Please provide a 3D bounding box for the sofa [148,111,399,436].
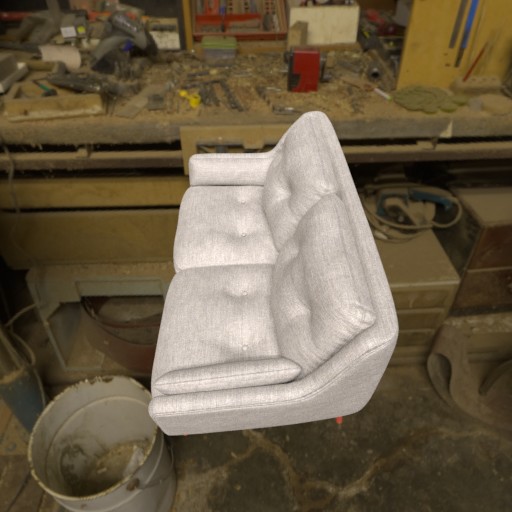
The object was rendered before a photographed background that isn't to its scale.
[{"bbox_3d":[0.000,0.000,2.419,0.976,0.897,1.930,-1,42,-1],"label":"sofa"}]
